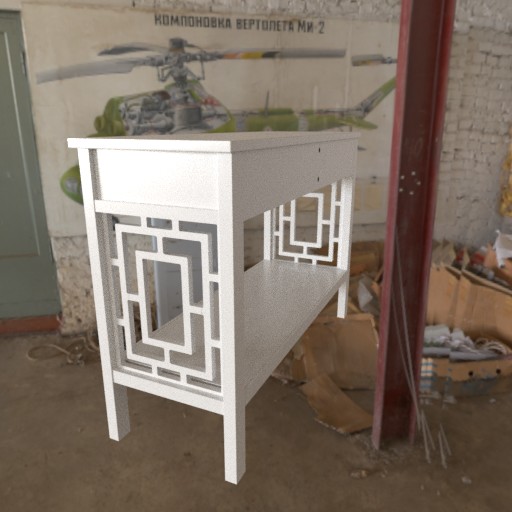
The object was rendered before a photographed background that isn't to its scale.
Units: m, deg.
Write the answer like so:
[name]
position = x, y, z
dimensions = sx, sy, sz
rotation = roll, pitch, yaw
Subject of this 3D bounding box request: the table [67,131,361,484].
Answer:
[table]
position = 0.000, 0.000, 1.420
dimensions = 0.397, 0.753, 1.068
rotation = 7, 18, 24
